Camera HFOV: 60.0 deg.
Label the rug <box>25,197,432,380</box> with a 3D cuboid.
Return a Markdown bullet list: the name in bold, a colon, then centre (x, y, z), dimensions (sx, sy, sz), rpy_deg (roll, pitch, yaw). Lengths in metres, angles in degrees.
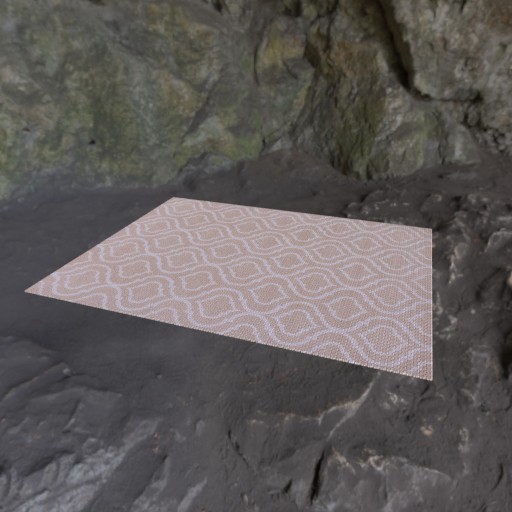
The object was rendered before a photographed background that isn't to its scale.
- **rug**: centre (0.000, 0.000, 3.871), dimensions (2.894, 0.013, 2.286), rpy_deg (9, 28, 17)
